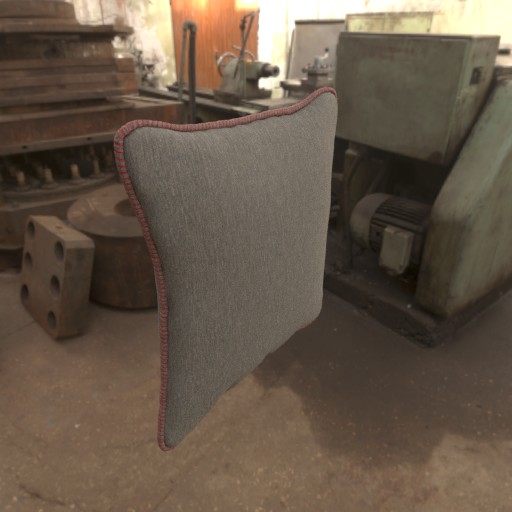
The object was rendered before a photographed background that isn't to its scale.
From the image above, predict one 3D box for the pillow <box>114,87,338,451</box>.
[{"bbox_3d":[0.000,0.000,0.728,0.124,0.491,0.482,19,32,32],"label":"pillow"}]
